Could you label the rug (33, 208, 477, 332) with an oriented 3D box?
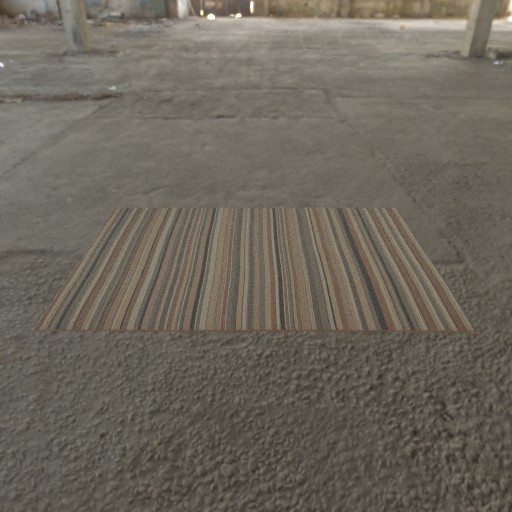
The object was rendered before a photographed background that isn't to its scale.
[{"bbox_3d":[0.000,0.000,2.344,1.829,0.008,1.219,0,31,0],"label":"rug"}]
